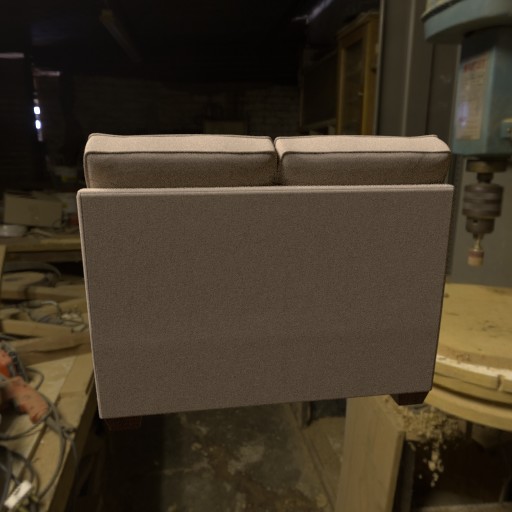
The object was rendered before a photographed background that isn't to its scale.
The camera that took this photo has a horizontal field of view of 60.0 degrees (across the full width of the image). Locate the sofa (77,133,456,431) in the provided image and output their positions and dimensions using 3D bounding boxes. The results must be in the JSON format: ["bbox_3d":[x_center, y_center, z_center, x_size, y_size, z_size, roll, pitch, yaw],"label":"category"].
[{"bbox_3d":[0.000,0.000,1.929,1.237,1.008,0.951,-2,14,-8],"label":"sofa"}]
